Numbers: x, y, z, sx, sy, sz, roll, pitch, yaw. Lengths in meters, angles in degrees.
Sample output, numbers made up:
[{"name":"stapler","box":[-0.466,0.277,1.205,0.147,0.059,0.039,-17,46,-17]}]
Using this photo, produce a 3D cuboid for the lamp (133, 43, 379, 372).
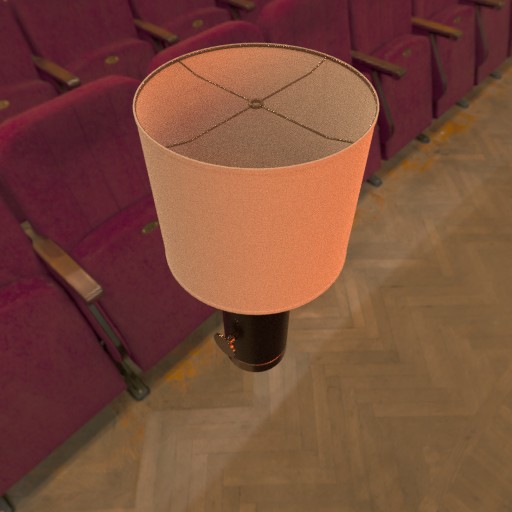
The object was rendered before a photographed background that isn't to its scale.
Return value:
[{"name":"lamp","box":[0.000,0.000,0.620,0.241,0.482,0.240,34,57,27]}]
